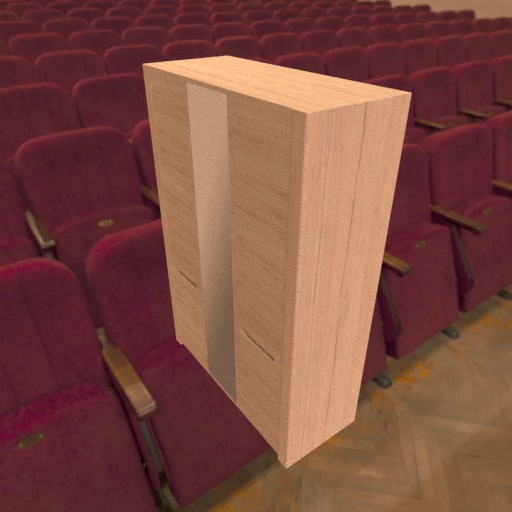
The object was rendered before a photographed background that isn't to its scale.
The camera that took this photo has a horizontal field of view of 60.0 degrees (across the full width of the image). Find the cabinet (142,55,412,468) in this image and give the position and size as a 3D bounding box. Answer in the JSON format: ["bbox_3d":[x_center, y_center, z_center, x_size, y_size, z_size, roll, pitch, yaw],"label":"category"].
[{"bbox_3d":[0.000,0.000,2.715,0.580,2.070,1.400,-21,37,-30],"label":"cabinet"}]
